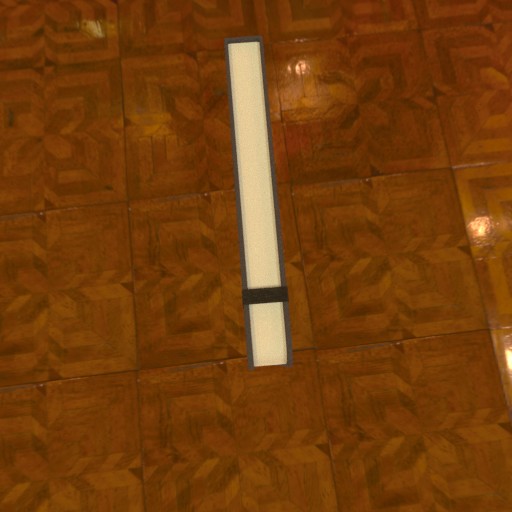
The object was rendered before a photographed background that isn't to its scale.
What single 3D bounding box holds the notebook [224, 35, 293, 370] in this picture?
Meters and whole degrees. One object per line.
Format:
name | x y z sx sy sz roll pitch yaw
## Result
notebook | 0.000 0.000 0.262 0.016 0.213 0.127 -4 77 -1
